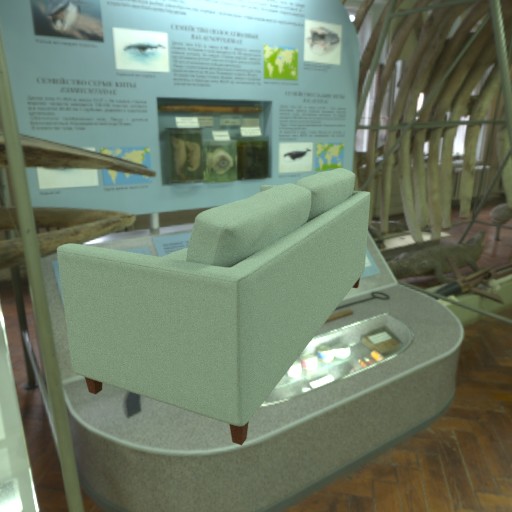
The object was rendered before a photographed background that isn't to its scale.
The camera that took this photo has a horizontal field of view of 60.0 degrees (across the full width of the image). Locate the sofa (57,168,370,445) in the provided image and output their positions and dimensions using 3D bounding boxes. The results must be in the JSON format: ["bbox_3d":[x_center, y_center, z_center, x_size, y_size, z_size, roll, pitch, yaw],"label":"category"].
[{"bbox_3d":[0.000,0.000,2.766,0.951,0.965,2.208,8,19,25],"label":"sofa"}]
